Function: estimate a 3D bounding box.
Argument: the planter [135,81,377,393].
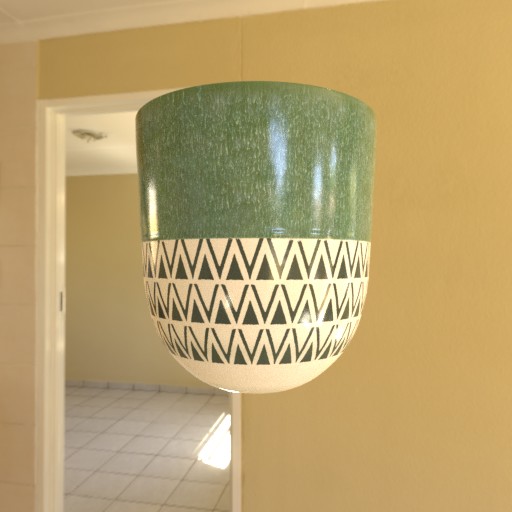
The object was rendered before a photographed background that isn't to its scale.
[{"bbox_3d":[0.000,0.000,0.369,0.195,0.214,0.195,0,-1,0],"label":"planter"}]
